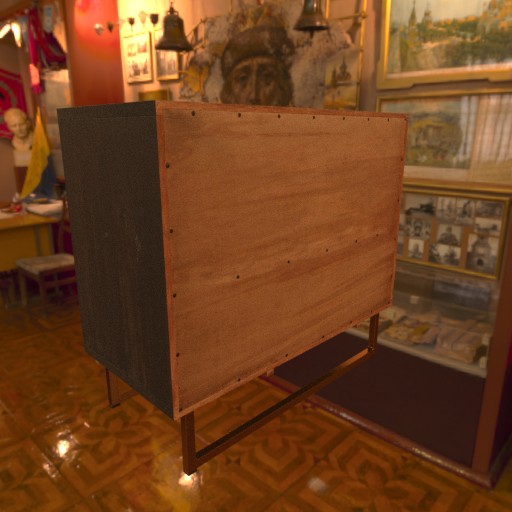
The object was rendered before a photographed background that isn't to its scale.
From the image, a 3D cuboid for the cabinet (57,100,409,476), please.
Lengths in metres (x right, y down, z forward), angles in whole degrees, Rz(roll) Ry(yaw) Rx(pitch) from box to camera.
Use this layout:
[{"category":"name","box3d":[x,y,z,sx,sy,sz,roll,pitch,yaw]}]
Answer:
[{"category":"cabinet","box3d":[0.000,0.000,1.386,0.950,0.860,0.451,-15,22,-43]}]
